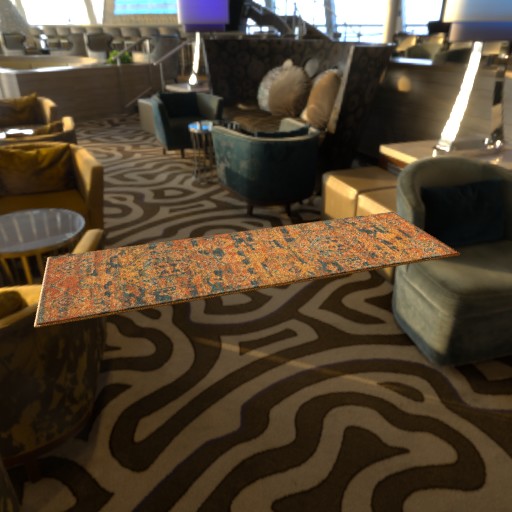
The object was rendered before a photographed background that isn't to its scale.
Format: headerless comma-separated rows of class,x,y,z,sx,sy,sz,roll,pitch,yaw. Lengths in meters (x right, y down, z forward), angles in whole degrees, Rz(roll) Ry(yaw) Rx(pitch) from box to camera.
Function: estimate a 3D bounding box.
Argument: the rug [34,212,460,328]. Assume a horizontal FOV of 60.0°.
rug,0.000,0.000,2.040,1.820,0.013,0.556,-8,29,-16
